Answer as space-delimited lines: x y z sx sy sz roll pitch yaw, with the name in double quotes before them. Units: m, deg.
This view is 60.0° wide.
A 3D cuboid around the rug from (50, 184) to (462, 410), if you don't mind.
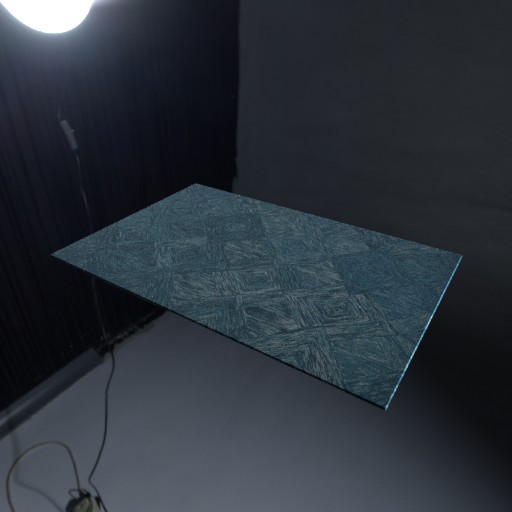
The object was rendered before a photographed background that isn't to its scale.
"rug" 0.000 0.000 2.923 2.277 0.015 1.490 19 36 28
